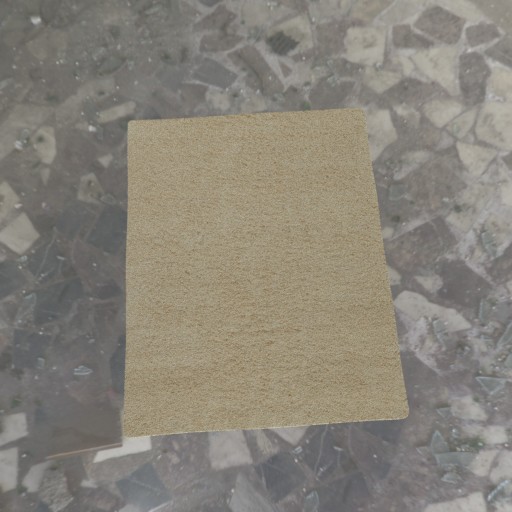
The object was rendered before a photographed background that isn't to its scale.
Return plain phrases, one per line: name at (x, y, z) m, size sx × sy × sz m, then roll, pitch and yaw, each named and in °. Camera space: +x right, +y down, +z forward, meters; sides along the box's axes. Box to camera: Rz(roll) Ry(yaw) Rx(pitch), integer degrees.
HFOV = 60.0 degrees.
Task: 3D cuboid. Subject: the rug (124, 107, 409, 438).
rug at (0.000, 0.000, 4.111) m, size 2.401 × 0.025 × 3.001 m, roll -4°, pitch 75°, yaw -1°
